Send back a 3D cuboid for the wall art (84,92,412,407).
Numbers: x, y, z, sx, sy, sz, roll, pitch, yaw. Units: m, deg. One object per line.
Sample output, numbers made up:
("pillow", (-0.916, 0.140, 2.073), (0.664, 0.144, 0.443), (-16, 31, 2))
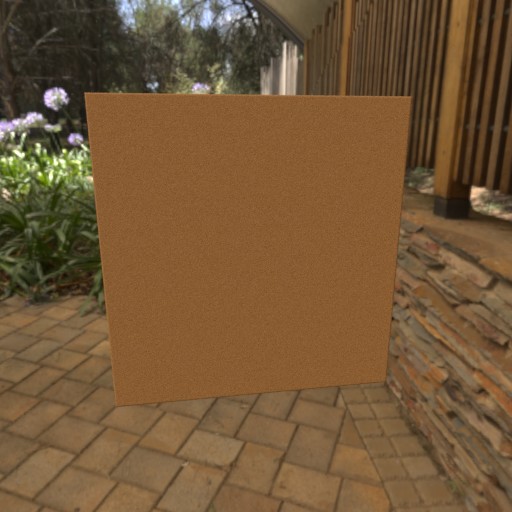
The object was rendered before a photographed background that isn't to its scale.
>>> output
("wall art", (0.000, 0.000, 0.837), (0.554, 0.572, 0.037), (-3, 16, -9))
